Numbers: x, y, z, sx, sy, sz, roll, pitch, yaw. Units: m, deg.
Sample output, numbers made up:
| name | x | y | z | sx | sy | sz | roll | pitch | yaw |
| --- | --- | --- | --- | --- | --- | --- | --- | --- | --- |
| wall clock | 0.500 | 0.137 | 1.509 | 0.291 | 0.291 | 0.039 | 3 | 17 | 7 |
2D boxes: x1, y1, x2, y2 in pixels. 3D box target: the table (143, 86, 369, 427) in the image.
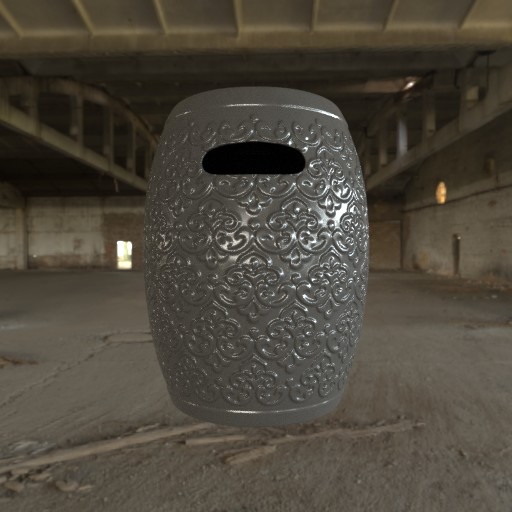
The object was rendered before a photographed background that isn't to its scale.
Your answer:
| name | x | y | z | sx | sy | sz | roll | pitch | yaw |
| --- | --- | --- | --- | --- | --- | --- | --- | --- | --- |
| table | 0.000 | 0.000 | 0.625 | 0.309 | 0.397 | 0.309 | 0 | 1 | 0 |
